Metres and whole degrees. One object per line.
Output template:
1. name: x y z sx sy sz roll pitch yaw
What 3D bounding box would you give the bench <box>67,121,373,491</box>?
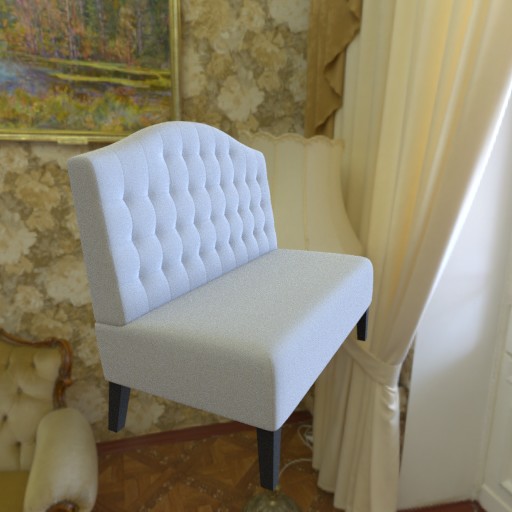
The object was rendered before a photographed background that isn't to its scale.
1. bench: 0.000 0.000 2.006 0.815 1.180 1.335 7 16 26
